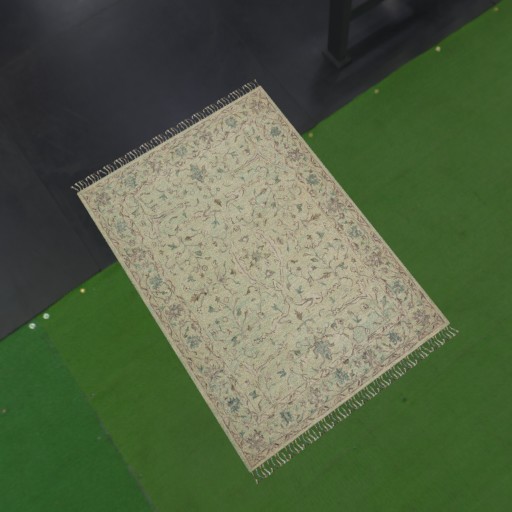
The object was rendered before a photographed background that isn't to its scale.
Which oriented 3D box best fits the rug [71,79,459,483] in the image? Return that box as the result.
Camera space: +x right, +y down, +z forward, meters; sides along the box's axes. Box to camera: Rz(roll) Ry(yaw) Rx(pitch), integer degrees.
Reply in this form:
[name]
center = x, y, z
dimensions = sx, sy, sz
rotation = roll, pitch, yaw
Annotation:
[rug]
center = 0.000, 0.000, 2.325
dimensions = 1.247, 0.008, 1.802
rotation = -33, 77, -9
